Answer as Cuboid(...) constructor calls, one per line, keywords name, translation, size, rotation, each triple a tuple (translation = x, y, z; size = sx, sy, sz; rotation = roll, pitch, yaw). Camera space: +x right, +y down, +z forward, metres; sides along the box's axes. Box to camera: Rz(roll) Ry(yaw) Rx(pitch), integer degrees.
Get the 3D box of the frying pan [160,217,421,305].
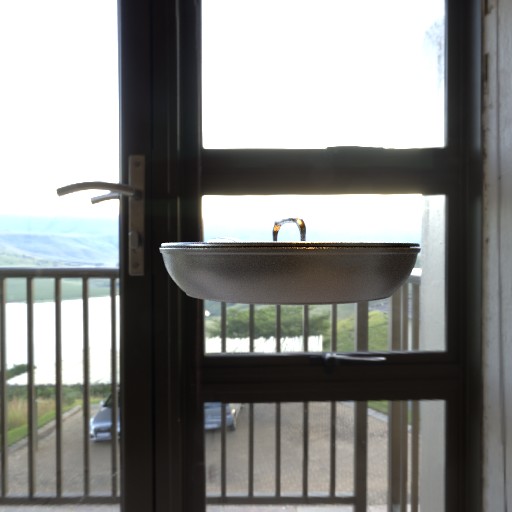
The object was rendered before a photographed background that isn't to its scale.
Cuboid(name="frying pan", translation=(0.000, 0.000, 0.586), size=(0.272, 0.086, 0.490), rotation=(0, 1, -18))
